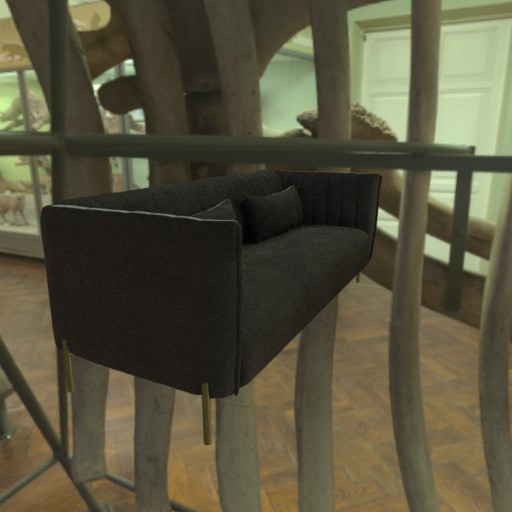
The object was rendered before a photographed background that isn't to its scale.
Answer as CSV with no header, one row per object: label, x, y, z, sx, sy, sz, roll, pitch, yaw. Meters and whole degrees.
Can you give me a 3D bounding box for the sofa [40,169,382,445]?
sofa,0.000,0.000,2.373,0.876,0.780,1.980,8,17,27
